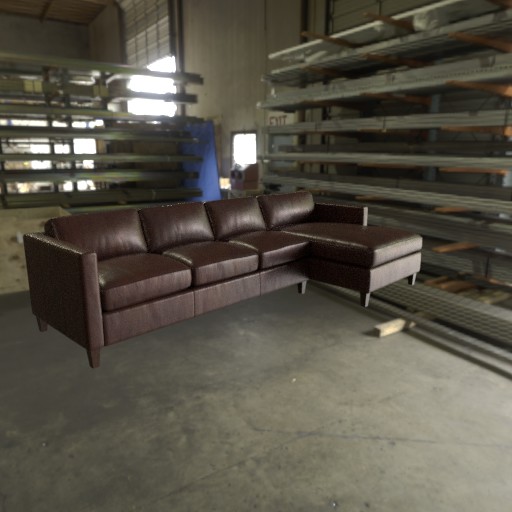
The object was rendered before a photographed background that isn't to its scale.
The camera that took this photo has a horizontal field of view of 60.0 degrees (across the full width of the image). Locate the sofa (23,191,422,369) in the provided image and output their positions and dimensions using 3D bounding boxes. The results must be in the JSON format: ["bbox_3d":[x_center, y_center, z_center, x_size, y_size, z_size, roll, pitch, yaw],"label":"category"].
[{"bbox_3d":[0.000,0.000,3.830,1.581,0.883,3.203,13,18,43],"label":"sofa"}]
